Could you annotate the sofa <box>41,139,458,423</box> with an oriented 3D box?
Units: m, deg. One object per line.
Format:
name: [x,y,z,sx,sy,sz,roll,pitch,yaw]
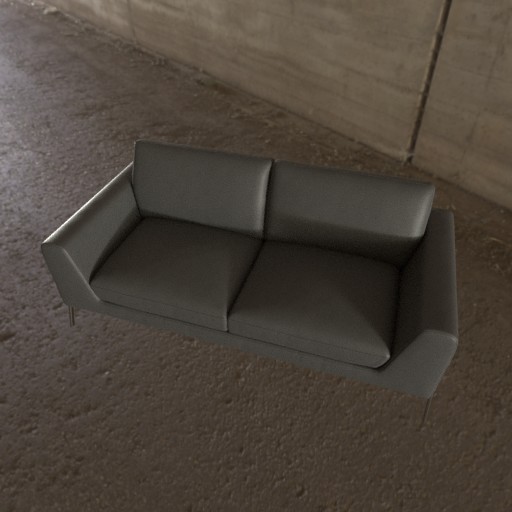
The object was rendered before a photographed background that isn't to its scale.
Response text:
sofa: [0.000,0.000,2.440,2.017,0.875,0.953,12,41,14]
